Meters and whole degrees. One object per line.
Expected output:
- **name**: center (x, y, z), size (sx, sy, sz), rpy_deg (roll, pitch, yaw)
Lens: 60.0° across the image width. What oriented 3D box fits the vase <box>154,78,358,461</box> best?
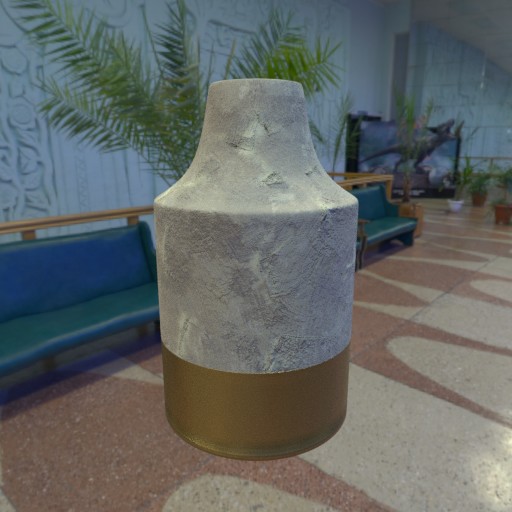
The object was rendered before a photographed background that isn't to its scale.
- **vase**: center (0.000, 0.000, 0.420), size (0.184, 0.305, 0.184), rpy_deg (0, 14, 0)
